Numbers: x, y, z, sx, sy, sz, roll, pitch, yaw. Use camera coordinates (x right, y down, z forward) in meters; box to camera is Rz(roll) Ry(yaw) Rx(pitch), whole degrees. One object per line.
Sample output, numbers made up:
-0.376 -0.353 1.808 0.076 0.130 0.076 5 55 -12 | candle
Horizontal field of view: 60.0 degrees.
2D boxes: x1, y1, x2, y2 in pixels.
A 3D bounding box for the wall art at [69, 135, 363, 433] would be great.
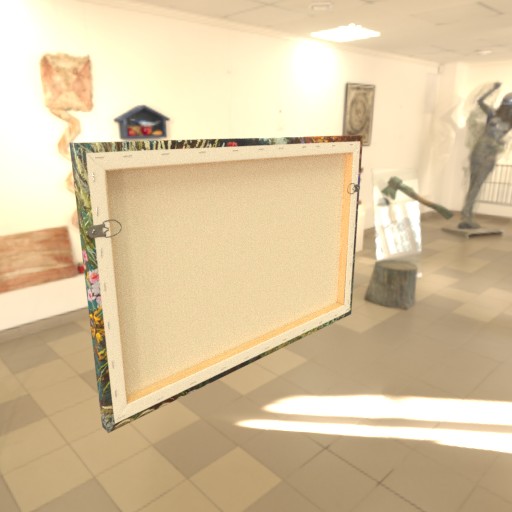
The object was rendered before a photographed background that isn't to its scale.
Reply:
0.000 0.000 1.477 1.136 0.760 0.042 -15 22 -42 | wall art
